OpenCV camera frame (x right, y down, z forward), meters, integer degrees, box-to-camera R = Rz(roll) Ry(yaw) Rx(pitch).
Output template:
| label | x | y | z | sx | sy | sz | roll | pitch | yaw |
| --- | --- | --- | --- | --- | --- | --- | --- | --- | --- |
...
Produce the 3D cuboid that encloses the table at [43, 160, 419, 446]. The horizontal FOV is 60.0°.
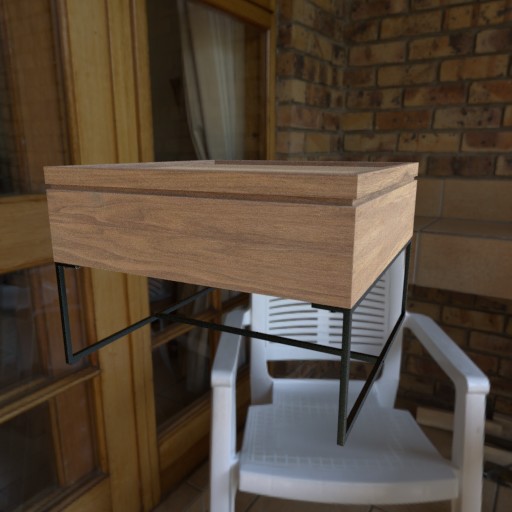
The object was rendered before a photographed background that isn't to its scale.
| label | x | y | z | sx | sy | sz | roll | pitch | yaw |
| --- | --- | --- | --- | --- | --- | --- | --- | --- | --- |
| table | 0.000 | 0.000 | 1.145 | 0.679 | 0.464 | 0.676 | 7 | 15 | 26 |
